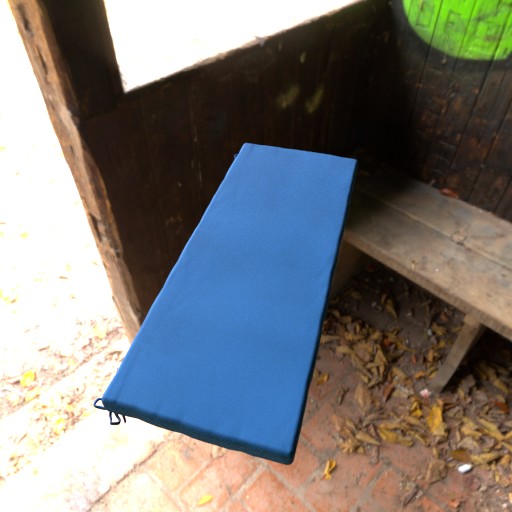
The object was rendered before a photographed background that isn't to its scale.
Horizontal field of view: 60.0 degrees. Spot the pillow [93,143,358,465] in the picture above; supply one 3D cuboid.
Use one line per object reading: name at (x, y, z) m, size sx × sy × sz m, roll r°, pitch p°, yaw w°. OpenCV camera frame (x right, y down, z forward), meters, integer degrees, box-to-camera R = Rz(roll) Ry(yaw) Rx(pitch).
pillow at (0.000, 0.000, 1.368) m, size 0.492 × 0.081 × 1.187 m, roll 12°, pitch 47°, yaw 11°
